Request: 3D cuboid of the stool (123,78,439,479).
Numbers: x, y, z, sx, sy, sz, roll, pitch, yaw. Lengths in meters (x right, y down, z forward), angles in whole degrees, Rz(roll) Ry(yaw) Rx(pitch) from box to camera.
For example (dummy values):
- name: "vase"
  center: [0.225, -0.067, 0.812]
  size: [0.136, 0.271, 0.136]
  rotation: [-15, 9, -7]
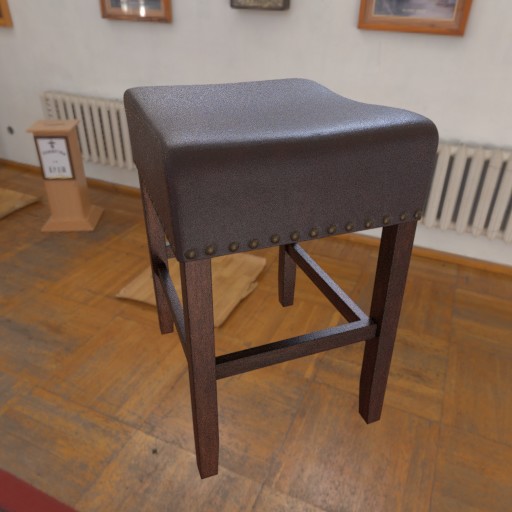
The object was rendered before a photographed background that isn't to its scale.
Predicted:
- name: "stool"
  center: [0.000, 0.000, 0.893]
  size: [0.397, 0.608, 0.465]
  rotation: [-10, 31, -18]
